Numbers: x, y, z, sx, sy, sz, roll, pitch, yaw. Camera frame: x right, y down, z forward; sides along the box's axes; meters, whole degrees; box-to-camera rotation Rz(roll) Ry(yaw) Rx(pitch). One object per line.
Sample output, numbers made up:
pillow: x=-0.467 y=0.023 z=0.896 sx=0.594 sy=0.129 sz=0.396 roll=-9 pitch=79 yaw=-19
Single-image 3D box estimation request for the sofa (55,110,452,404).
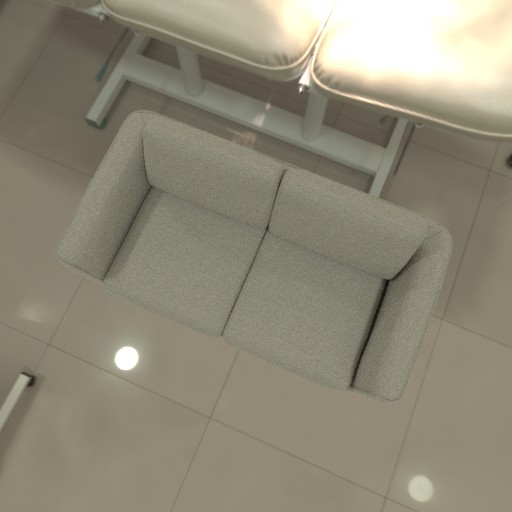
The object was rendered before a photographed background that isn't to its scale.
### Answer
sofa: x=0.000 y=0.000 z=2.223 sx=1.700 sy=0.850 sz=0.920 roll=22 pitch=77 yaw=6
